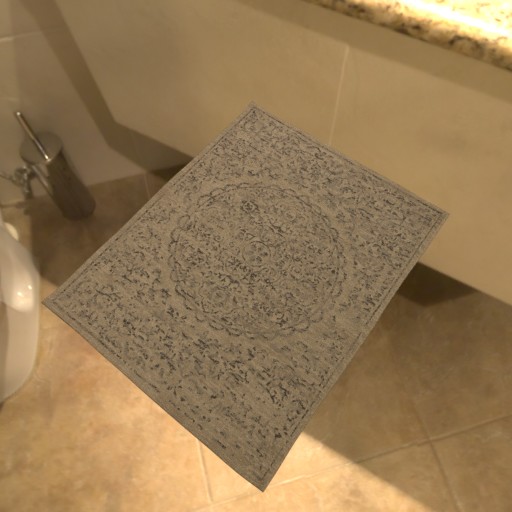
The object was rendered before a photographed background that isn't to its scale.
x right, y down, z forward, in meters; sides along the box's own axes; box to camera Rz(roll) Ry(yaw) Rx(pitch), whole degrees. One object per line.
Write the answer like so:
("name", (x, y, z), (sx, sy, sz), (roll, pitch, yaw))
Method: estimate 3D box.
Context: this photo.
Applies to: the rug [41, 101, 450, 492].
("rug", (0.000, 0.000, 3.947), (2.343, 0.026, 2.925), (34, 68, 16))
